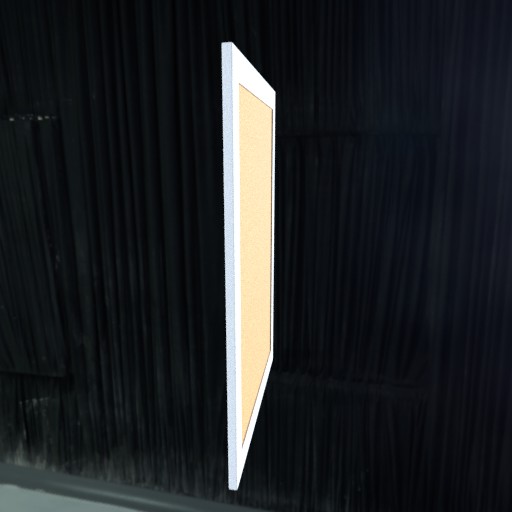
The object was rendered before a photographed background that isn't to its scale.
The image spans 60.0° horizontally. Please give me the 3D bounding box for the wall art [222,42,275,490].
[{"bbox_3d":[0.000,0.000,0.687,0.012,0.529,0.374,2,13,9],"label":"wall art"}]
